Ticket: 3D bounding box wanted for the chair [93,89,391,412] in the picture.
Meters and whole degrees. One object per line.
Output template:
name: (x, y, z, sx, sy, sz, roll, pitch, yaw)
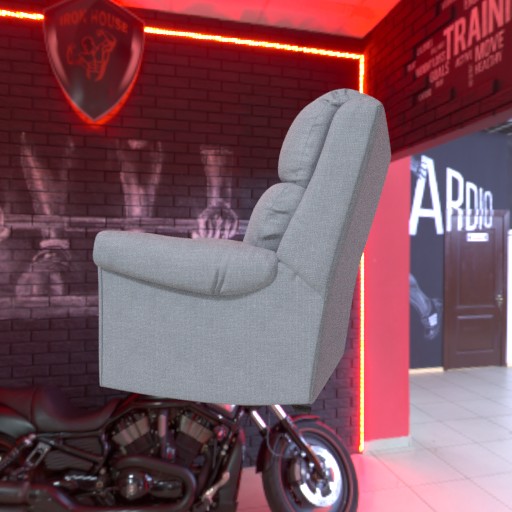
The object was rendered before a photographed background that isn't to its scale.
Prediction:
chair: (0.000, 0.000, 1.771, 1.014, 1.054, 0.838, 0, 0, 19)
